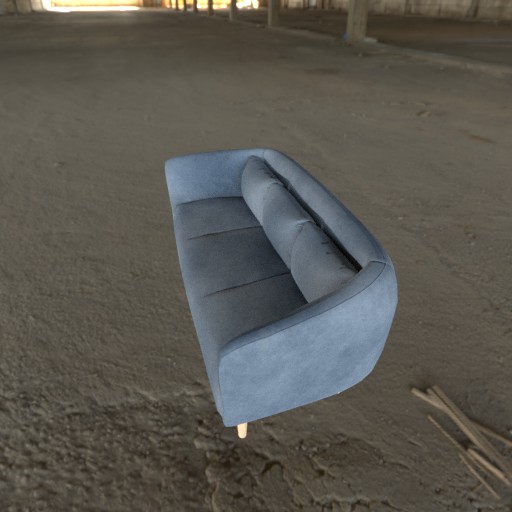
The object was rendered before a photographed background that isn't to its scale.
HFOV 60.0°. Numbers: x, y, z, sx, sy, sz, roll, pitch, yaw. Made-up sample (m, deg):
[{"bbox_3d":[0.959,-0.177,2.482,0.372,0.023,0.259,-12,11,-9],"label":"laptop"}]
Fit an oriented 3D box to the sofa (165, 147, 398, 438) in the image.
[{"bbox_3d":[0.000,0.000,2.561,0.849,0.795,2.095,-8,31,-13],"label":"sofa"}]
